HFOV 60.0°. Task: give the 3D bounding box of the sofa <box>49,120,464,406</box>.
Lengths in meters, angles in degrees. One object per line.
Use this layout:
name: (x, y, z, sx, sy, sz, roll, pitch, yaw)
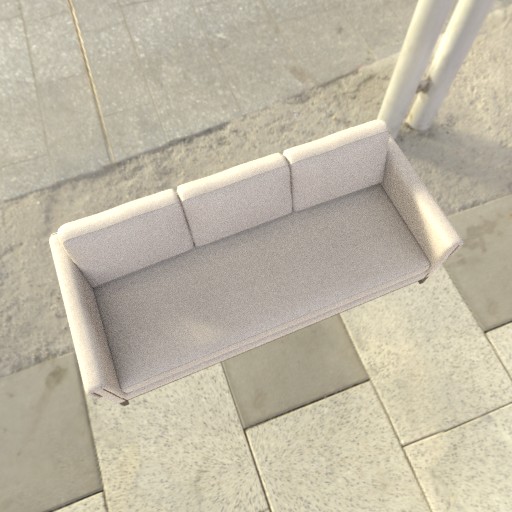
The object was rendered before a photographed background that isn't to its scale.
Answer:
sofa: (0.000, 0.000, 2.746, 2.210, 0.838, 0.959, -21, 66, -9)
